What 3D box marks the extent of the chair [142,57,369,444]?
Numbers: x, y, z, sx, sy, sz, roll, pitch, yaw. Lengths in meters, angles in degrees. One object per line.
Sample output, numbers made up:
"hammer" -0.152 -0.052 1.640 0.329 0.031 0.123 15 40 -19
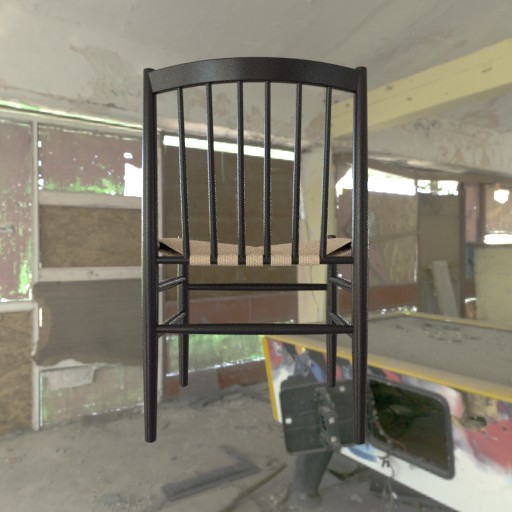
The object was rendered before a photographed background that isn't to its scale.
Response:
"chair" 0.000 0.000 1.130 0.495 0.818 0.516 0 1 1
